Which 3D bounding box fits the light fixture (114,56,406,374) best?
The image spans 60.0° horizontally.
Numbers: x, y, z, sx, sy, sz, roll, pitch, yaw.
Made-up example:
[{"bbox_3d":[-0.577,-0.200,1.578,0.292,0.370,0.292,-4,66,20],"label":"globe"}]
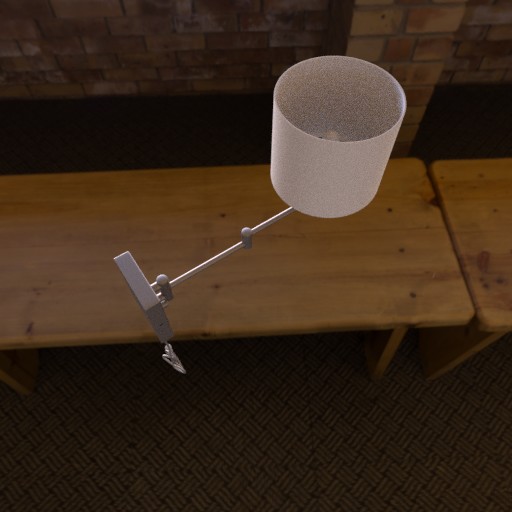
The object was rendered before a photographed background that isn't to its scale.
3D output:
[{"bbox_3d":[0.000,0.000,0.914,0.516,0.651,0.203,-30,63,-17],"label":"light fixture"}]
